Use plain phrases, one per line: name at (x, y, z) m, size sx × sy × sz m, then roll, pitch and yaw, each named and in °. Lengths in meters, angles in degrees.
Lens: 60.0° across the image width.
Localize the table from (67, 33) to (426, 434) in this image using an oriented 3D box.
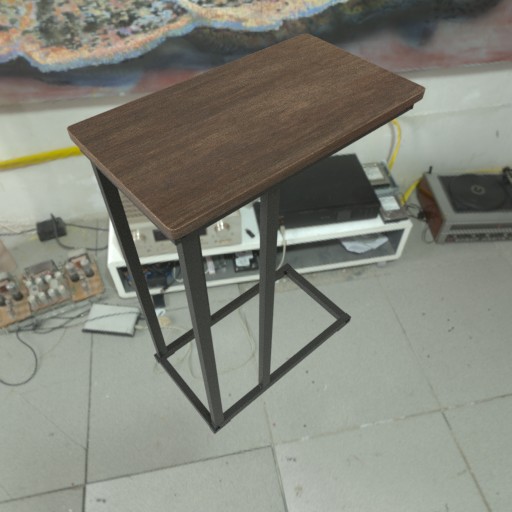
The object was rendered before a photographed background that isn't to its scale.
table at (0.000, 0.000, 0.860) m, size 0.450 × 0.637 × 0.254 m, roll -33°, pitch 57°, yaw -25°
